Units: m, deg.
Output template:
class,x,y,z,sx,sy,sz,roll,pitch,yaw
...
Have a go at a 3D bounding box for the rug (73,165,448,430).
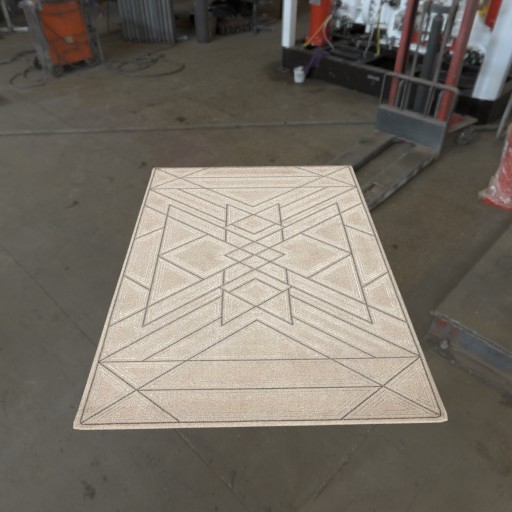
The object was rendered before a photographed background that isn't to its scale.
class,x,y,z,sx,sy,sz,roll,pitch,yaw
rug,0.000,0.000,4.142,2.436,0.026,3.381,-1,40,-1
